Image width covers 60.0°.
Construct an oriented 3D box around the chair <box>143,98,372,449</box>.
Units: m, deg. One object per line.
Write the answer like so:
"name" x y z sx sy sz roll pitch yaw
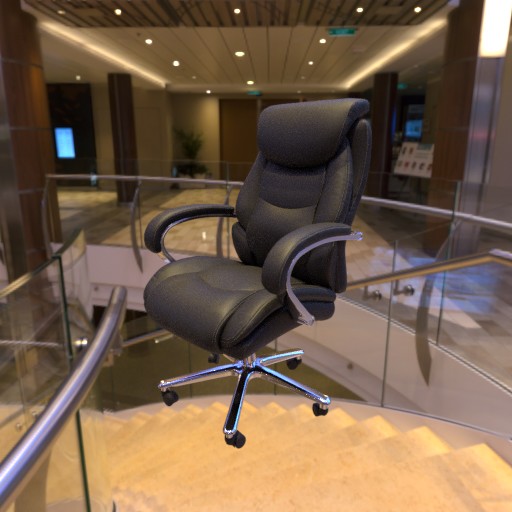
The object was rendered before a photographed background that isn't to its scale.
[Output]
"chair" 0.000 0.000 1.730 0.790 1.183 0.755 -14 20 -42
